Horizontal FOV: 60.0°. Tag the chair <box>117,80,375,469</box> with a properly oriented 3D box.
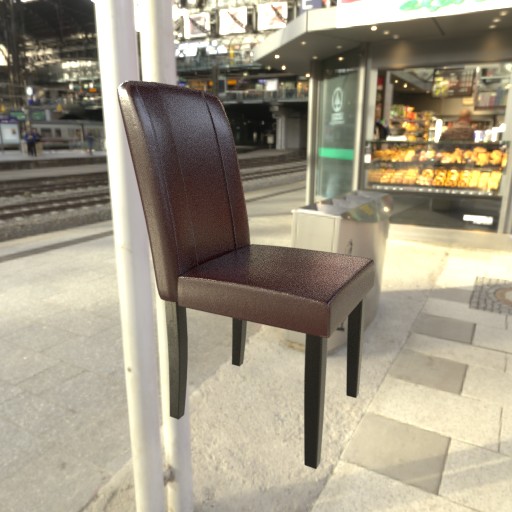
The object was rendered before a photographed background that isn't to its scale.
[{"bbox_3d":[0.000,0.000,1.205,0.556,0.897,0.399,8,17,27],"label":"chair"}]
